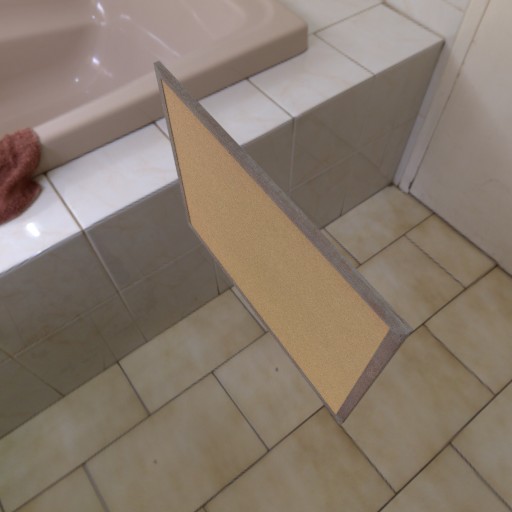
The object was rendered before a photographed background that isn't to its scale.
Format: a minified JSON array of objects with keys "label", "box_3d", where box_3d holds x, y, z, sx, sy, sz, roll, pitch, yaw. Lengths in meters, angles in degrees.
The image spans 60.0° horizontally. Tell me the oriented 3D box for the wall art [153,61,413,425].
[{"label":"wall art","box_3d":[0.000,0.000,1.378,0.019,0.774,1.012,-30,62,-18]}]
